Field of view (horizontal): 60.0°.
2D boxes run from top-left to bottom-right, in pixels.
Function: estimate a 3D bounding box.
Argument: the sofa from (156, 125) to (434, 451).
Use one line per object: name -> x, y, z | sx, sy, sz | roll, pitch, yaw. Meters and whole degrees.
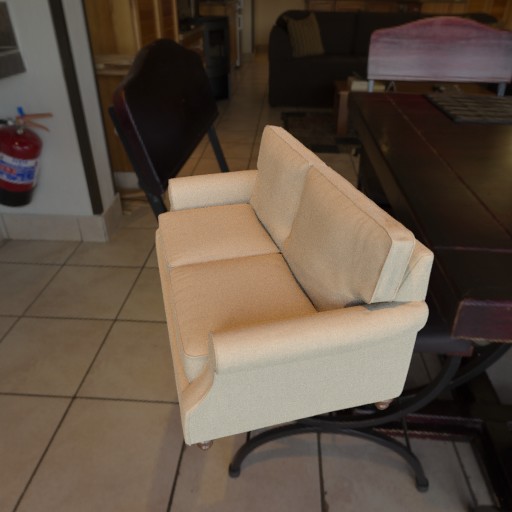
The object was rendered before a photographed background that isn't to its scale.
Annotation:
sofa -> 0.000, 0.000, 2.252 | 0.964, 0.937, 1.665 | -8, 32, -13
